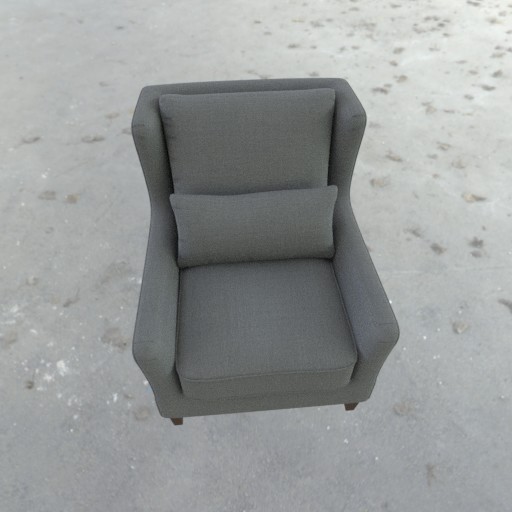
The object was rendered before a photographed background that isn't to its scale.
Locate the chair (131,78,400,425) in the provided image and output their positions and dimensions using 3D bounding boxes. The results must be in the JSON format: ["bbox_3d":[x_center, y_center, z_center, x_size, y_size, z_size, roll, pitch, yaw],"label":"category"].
[{"bbox_3d":[0.000,0.000,1.798,0.866,1.056,1.040,-4,47,-3],"label":"chair"}]
